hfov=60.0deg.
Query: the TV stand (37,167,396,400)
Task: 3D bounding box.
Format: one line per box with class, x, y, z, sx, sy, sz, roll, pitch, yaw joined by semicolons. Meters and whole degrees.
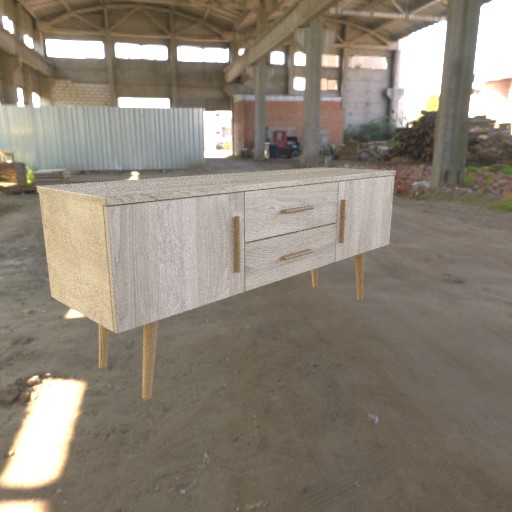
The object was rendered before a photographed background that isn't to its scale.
TV stand;0.000;0.000;1.601;0.401;0.565;1.313;13;20;42
